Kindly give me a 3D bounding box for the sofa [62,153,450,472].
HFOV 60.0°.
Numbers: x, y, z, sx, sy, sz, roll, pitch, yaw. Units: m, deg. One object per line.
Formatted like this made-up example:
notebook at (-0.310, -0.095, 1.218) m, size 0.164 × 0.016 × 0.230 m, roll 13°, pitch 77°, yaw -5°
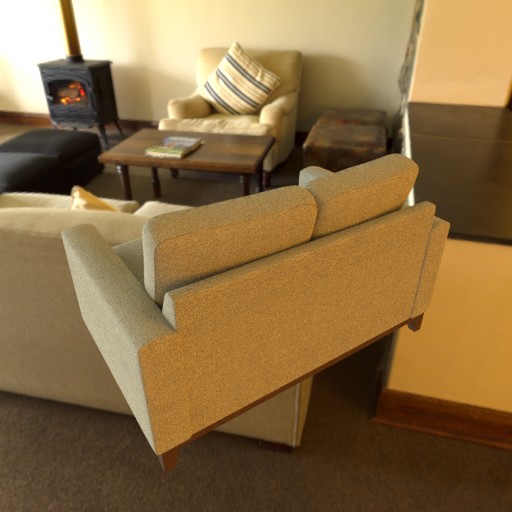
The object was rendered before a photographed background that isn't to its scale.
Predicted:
sofa at (0.000, 0.000, 1.976) m, size 1.420 × 0.873 × 0.917 m, roll -19°, pitch 36°, yaw -29°
